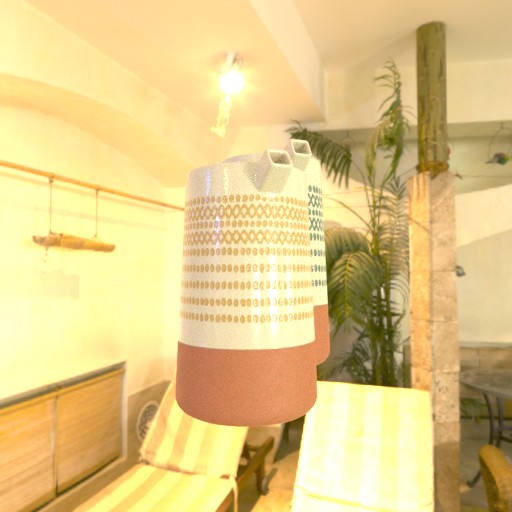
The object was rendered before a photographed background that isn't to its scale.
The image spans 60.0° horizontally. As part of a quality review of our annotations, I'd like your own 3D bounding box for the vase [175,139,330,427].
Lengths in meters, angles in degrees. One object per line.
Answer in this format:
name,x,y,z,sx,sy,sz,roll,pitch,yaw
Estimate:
vase,0.000,0.000,0.468,0.168,0.247,0.326,-1,-2,19
